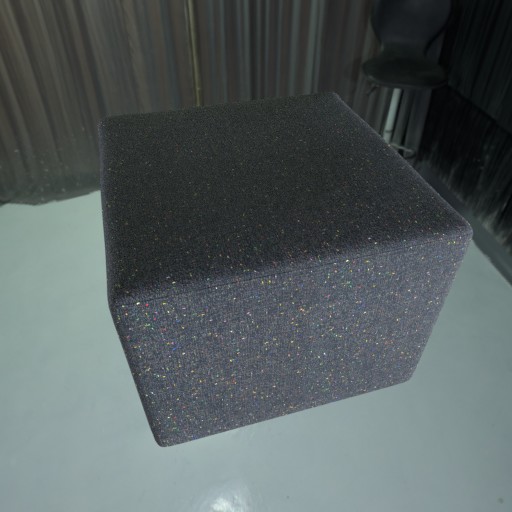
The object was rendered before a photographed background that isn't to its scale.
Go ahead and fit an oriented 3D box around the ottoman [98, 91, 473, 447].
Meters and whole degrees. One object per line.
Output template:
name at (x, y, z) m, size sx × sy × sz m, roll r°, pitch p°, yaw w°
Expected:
ottoman at (0.000, 0.000, 0.860) m, size 0.508 × 0.432 × 0.508 m, roll -11°, pitch 44°, yaw -12°
